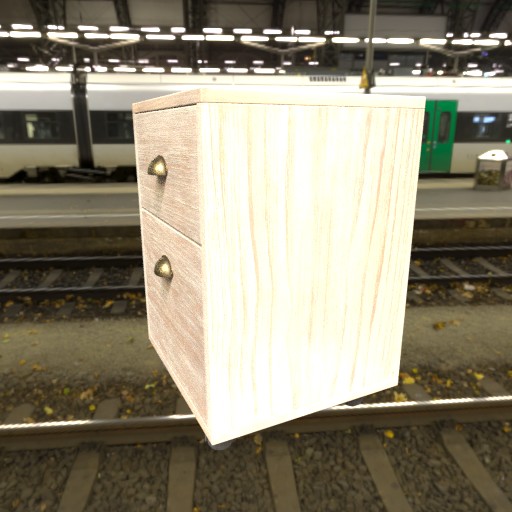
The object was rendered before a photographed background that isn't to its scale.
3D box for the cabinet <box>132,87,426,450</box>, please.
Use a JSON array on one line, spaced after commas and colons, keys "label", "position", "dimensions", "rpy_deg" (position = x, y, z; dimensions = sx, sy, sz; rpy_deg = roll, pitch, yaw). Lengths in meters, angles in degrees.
[{"label": "cabinet", "position": [0.000, 0.000, 0.874], "dimensions": [0.401, 0.579, 0.409], "rpy_deg": [-8, 18, -25]}]
